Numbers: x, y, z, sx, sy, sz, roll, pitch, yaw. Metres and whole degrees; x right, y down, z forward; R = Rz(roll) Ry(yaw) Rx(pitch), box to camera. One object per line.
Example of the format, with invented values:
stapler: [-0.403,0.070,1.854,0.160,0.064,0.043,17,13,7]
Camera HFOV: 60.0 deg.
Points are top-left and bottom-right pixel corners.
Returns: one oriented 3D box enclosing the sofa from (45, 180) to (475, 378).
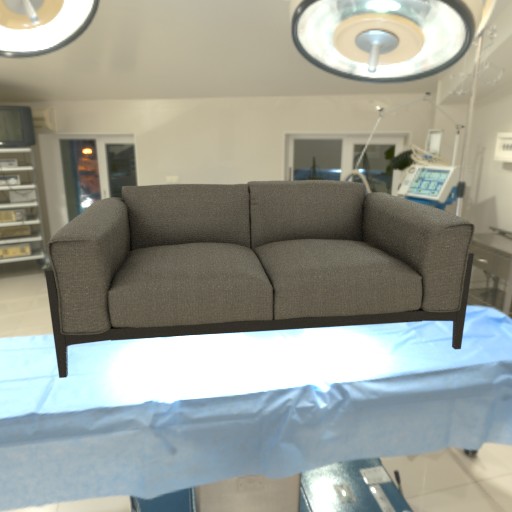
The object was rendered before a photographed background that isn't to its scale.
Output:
sofa: [0.000,0.000,2.174,1.690,0.656,0.960,-2,16,-8]
